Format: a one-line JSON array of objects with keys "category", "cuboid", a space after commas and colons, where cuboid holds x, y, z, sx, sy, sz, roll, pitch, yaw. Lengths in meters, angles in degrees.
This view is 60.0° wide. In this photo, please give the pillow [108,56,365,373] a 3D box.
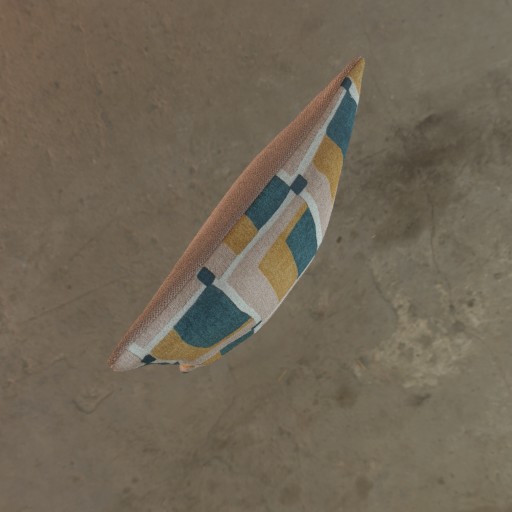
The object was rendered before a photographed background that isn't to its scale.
[{"category": "pillow", "cuboid": [0.000, 0.000, 0.733, 0.158, 0.479, 0.478, 36, 78, 9]}]
